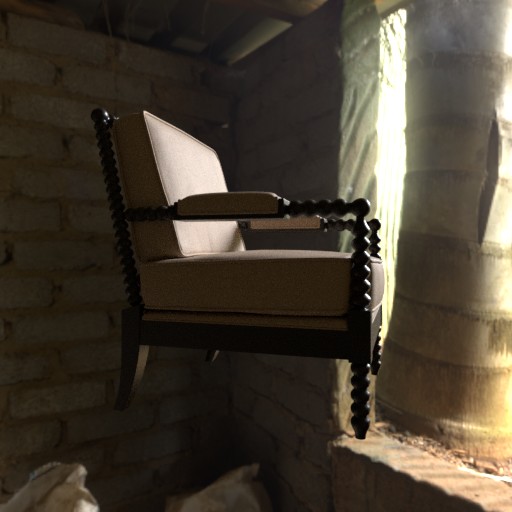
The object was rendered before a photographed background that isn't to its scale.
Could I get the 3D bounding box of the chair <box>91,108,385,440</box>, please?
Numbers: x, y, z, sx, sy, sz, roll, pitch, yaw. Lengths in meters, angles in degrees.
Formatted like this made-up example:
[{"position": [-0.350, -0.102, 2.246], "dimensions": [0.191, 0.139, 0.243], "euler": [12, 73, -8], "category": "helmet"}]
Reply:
[{"position": [0.000, 0.000, 1.178], "dimensions": [0.657, 0.703, 0.555], "euler": [0, 0, 18], "category": "chair"}]
